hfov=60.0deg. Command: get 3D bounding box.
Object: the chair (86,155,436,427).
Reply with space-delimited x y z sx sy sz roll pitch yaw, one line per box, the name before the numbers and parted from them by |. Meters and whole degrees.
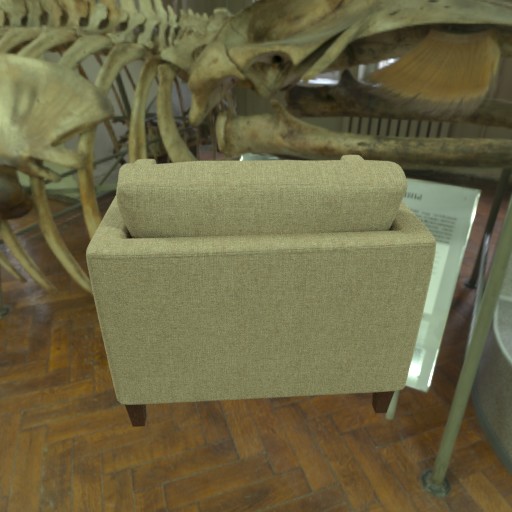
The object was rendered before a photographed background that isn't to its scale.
chair | 0.000 0.000 1.880 1.107 0.987 0.959 -2 30 -3
